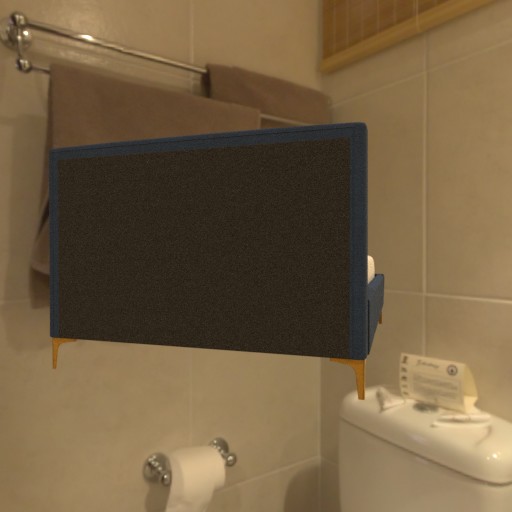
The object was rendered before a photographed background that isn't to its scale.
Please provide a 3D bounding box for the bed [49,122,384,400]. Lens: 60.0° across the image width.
[{"bbox_3d":[0.000,0.000,3.204,1.723,1.231,2.172,0,1,18],"label":"bed"}]
